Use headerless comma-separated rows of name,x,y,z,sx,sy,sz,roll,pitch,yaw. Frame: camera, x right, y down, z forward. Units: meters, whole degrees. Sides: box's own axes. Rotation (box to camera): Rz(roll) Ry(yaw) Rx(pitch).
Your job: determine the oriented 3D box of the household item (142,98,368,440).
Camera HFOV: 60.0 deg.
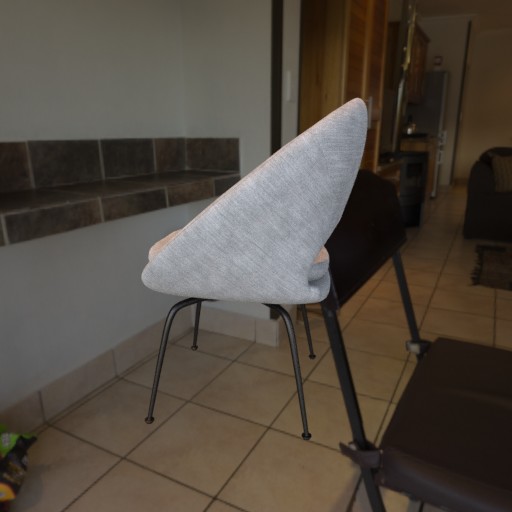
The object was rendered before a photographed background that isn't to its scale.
household item,0.000,0.000,1.304,0.587,0.869,0.643,2,16,9
